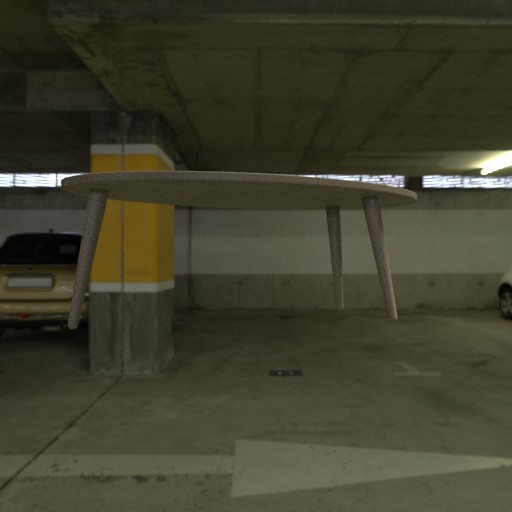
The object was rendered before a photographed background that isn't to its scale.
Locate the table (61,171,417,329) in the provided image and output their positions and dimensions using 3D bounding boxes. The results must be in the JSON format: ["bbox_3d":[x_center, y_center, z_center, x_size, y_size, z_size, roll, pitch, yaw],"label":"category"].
[{"bbox_3d":[0.000,0.000,1.338,1.083,0.390,0.542,0,-1,-19],"label":"table"}]
